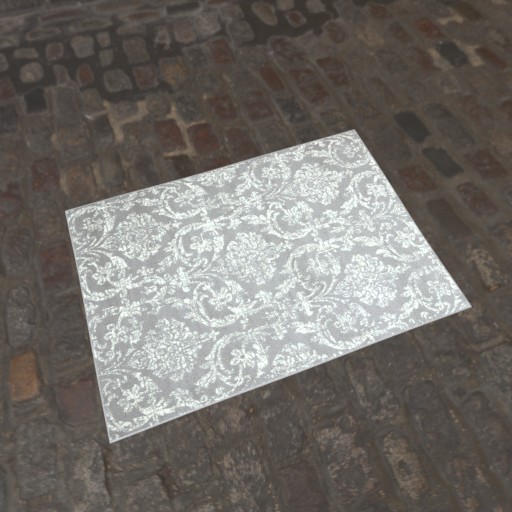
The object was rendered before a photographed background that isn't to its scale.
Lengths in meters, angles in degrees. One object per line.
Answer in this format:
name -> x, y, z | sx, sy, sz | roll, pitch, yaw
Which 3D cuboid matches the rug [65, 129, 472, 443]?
rug -> 0.000, 0.000, 2.860 | 2.206, 0.014, 1.578 | -18, 62, -10
